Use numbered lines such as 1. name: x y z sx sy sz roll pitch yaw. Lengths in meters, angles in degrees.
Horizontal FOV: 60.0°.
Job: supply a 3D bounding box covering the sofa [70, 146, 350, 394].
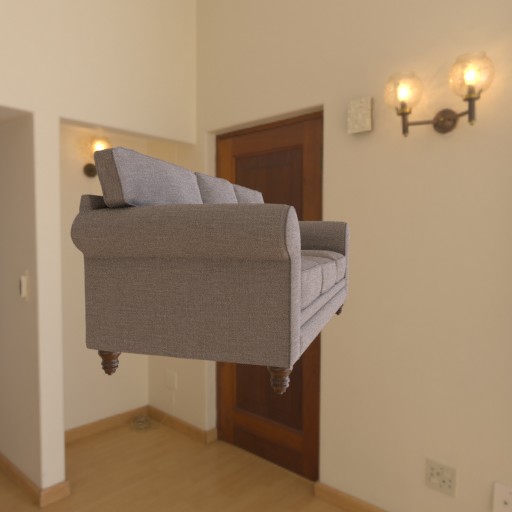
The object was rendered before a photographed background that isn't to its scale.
1. sofa: 0.000 0.000 2.616 0.916 0.961 2.084 1 3 18
